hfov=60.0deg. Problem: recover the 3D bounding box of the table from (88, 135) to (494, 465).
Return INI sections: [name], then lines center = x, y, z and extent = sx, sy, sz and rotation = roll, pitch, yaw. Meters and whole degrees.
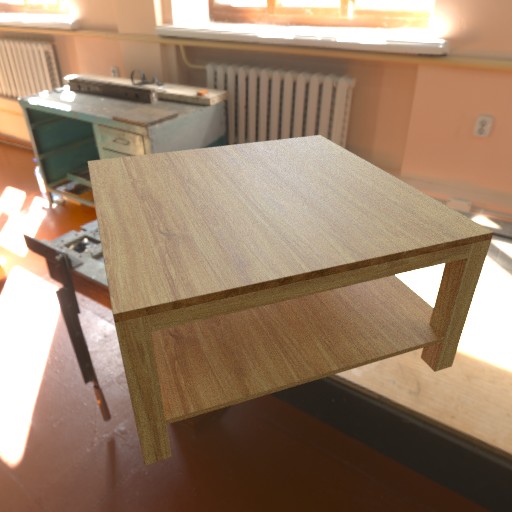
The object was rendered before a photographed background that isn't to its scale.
[table]
center = 0.000, 0.000, 1.420
extent = 0.900, 0.450, 0.900
rotation = -11, 33, -18
